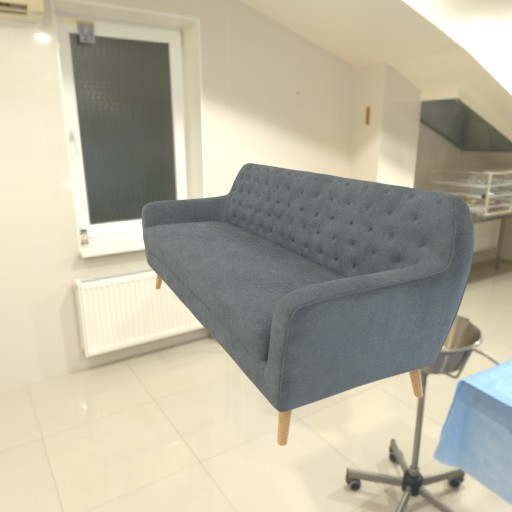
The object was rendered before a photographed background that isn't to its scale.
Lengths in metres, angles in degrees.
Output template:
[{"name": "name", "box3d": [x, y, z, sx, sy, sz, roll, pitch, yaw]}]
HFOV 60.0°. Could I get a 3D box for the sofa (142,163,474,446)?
[{"name": "sofa", "box3d": [0.000, 0.000, 2.329, 0.841, 0.832, 1.975, -8, 18, -25]}]
